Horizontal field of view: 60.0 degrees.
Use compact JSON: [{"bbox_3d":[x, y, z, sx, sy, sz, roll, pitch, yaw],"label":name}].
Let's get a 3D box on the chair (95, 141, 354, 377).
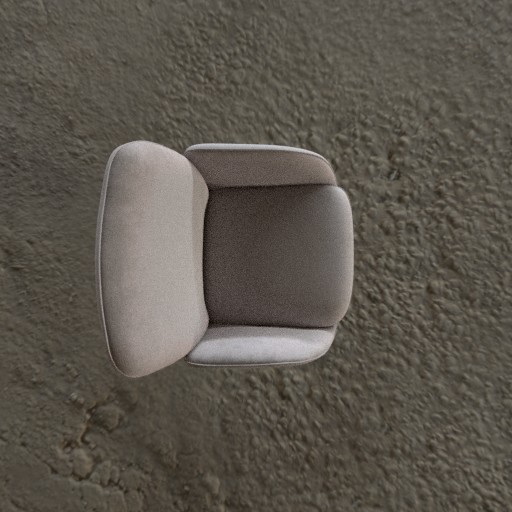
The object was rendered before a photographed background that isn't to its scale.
[{"bbox_3d":[0.000,0.000,1.347,0.654,0.959,0.648,0,90,-1],"label":"chair"}]
